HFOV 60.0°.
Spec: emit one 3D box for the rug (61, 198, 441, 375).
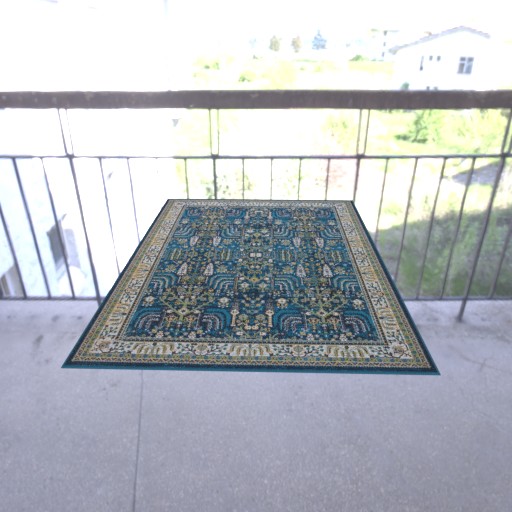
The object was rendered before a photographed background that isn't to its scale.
[{"bbox_3d":[0.000,0.000,3.954,2.226,0.015,3.044,1,26,1],"label":"rug"}]
